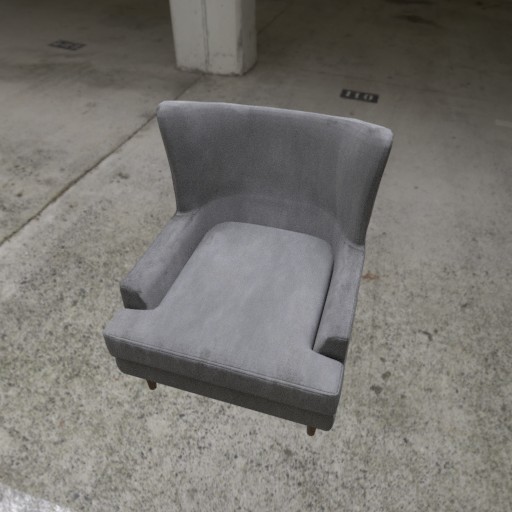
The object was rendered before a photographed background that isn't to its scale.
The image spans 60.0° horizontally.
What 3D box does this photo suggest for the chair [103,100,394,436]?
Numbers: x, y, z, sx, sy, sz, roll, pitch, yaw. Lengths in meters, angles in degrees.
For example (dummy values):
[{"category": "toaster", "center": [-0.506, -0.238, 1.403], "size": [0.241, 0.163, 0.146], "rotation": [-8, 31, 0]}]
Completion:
[{"category": "chair", "center": [0.000, 0.000, 1.620], "size": [0.784, 0.950, 0.906], "rotation": [11, 42, 13]}]
